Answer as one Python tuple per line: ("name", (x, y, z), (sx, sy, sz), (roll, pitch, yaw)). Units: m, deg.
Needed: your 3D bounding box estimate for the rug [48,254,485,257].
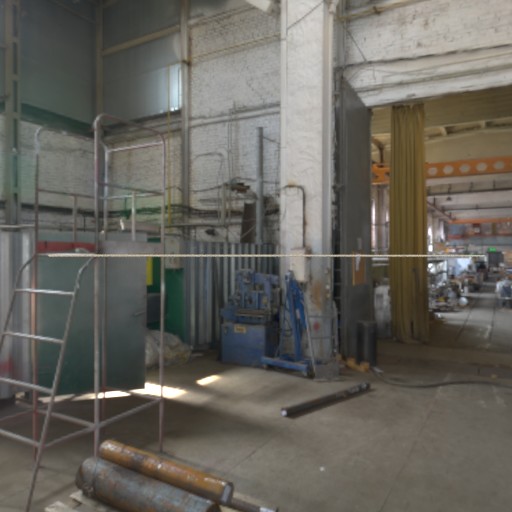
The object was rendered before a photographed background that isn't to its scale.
("rug", (0.000, 0.000, 2.355), (1.828, 0.007, 1.220), (0, 0, -16))
